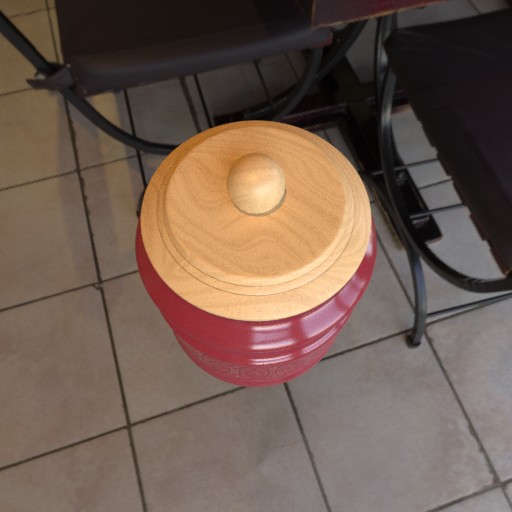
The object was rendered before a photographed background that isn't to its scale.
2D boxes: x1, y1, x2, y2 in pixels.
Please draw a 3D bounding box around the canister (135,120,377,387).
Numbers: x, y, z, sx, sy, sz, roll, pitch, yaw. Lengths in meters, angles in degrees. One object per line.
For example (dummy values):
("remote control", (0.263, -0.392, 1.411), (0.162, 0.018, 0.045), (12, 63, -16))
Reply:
("canister", (0.000, 0.000, 0.265), (0.130, 0.176, 0.130), (0, 64, 0))
